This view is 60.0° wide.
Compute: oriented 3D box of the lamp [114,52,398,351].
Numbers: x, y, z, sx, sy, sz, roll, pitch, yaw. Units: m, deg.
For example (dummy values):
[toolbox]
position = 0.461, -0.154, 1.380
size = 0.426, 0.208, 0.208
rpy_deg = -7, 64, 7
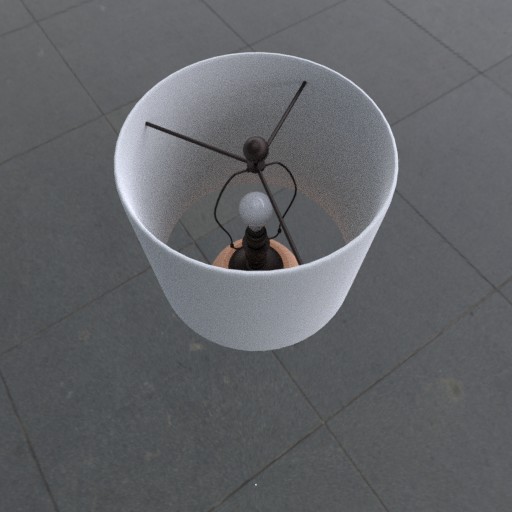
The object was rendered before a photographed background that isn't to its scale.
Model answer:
[lamp]
position = 0.000, 0.000, 0.756
size = 0.329, 0.570, 0.329
rpy_deg = 0, 63, 0
